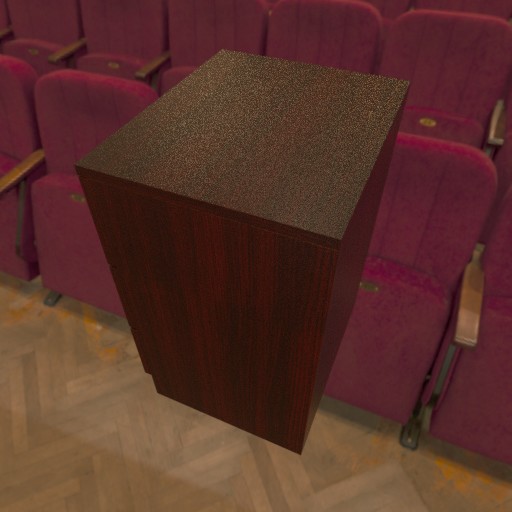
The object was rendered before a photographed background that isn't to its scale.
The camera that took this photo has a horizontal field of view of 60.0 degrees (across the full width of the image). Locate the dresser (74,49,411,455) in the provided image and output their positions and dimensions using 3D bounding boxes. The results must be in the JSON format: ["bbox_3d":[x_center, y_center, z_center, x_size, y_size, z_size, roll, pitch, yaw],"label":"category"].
[{"bbox_3d":[0.000,0.000,0.821,0.360,0.560,0.400,17,48,16],"label":"dresser"}]
